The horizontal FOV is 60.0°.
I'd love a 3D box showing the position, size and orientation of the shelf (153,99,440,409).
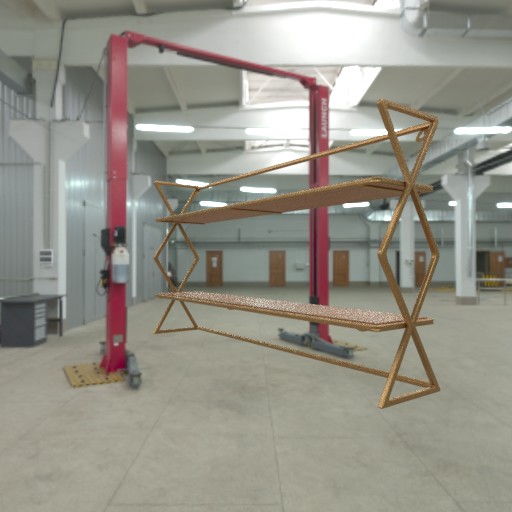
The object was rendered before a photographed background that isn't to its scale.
[{"bbox_3d":[0.000,0.000,1.016,0.150,0.450,0.822,1,-1,-36],"label":"shelf"}]
